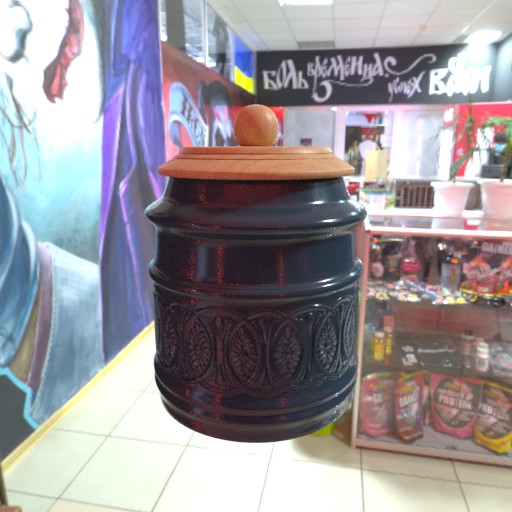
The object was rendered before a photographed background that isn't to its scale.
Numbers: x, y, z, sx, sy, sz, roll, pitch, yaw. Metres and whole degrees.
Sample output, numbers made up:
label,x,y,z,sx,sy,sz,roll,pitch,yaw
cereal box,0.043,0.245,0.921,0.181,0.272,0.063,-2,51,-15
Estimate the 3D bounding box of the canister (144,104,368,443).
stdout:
label,x,y,z,sx,sy,sz,roll,pitch,yaw
canister,0.000,0.000,0.272,0.130,0.176,0.130,0,14,0
